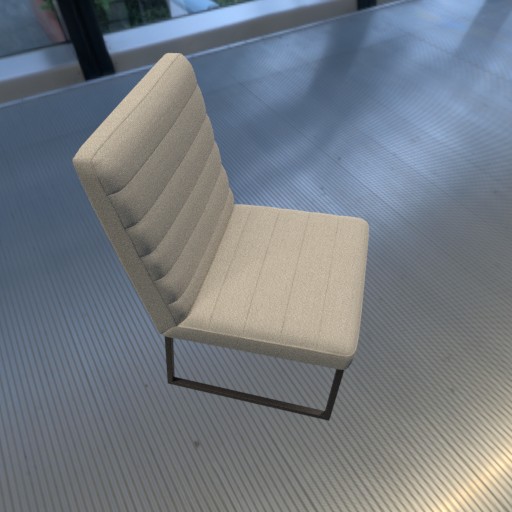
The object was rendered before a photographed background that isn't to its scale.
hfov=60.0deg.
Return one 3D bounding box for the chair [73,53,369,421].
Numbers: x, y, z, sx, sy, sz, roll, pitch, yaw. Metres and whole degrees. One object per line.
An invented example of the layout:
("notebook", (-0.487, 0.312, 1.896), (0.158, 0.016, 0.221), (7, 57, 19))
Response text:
("chair", (0.000, 0.000, 1.291), (0.634, 0.930, 0.520), (10, 48, 9))
